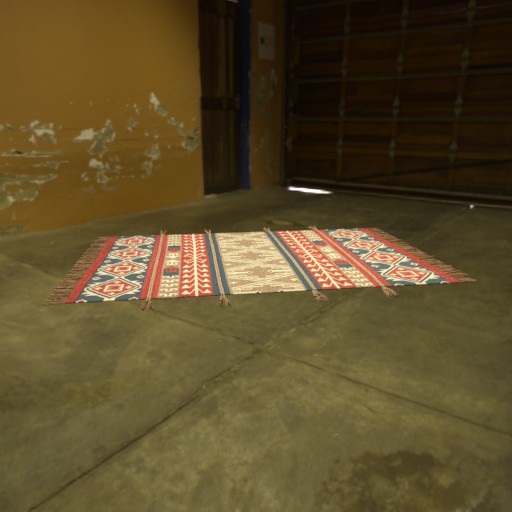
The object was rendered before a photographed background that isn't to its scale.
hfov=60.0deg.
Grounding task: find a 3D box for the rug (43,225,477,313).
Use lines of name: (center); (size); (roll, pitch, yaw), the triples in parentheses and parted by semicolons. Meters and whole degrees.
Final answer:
rug: (0.000, 0.000, 3.139); (2.450, 0.048, 1.778); (-2, 16, -8)
